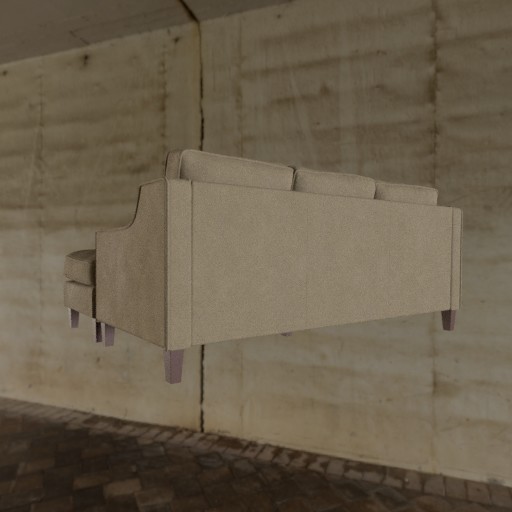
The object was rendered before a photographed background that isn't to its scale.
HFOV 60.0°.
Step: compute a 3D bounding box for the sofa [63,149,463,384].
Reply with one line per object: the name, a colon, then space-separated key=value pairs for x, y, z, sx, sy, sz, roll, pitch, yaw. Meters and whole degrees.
sofa: x=0.000 y=0.000 z=3.257 sx=2.317 sy=1.066 sz=1.858 roll=-1 pitch=1 yaw=-36
